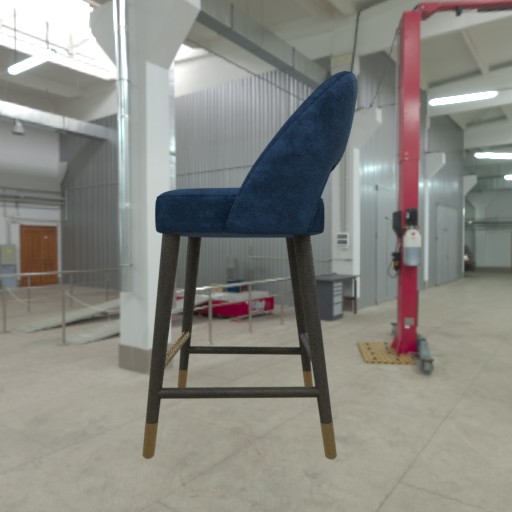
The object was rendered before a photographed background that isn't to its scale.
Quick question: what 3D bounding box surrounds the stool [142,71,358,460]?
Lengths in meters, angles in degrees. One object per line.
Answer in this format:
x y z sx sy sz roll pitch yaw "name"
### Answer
0.000 0.000 1.236 0.524 0.925 0.536 0 2 0 "stool"
